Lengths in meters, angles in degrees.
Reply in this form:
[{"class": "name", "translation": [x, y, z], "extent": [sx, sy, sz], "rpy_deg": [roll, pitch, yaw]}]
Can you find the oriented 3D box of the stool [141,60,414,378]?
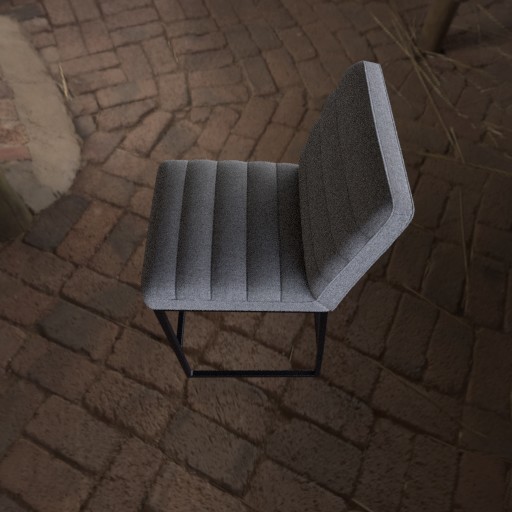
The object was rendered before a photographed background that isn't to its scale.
[{"class": "stool", "translation": [0.000, 0.000, 1.335], "extent": [0.571, 1.034, 0.459], "rpy_deg": [0, 59, 0]}]
